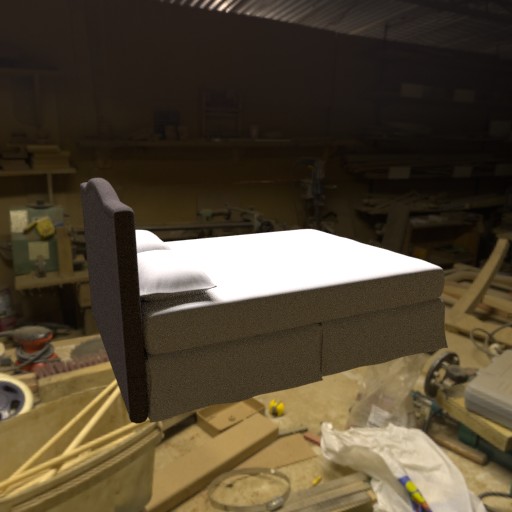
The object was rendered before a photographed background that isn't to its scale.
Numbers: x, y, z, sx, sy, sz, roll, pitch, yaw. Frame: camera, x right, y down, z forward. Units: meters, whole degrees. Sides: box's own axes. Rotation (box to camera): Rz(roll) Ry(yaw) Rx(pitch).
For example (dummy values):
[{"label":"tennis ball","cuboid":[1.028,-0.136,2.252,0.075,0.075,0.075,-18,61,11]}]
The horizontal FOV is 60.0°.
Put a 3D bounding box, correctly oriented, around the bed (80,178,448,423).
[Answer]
[{"label":"bed","cuboid":[0.000,0.000,3.992,2.689,1.457,2.161,-7,15,-25]}]
